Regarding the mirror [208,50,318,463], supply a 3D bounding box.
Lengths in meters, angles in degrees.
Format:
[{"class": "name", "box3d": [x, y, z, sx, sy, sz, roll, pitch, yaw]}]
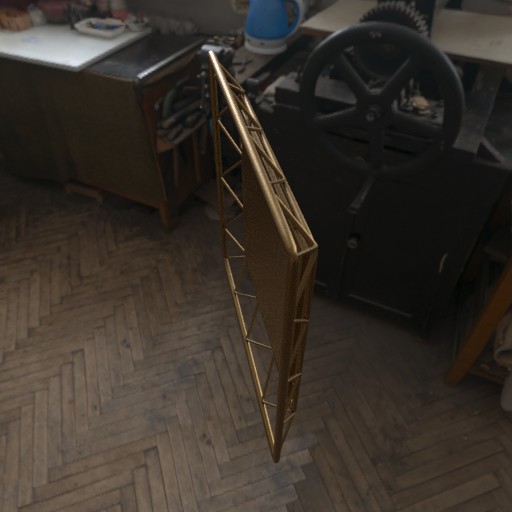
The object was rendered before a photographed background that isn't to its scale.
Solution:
[{"class": "mirror", "box3d": [0.000, 0.000, 0.617, 0.046, 0.414, 0.416, -9, 46, -9]}]
